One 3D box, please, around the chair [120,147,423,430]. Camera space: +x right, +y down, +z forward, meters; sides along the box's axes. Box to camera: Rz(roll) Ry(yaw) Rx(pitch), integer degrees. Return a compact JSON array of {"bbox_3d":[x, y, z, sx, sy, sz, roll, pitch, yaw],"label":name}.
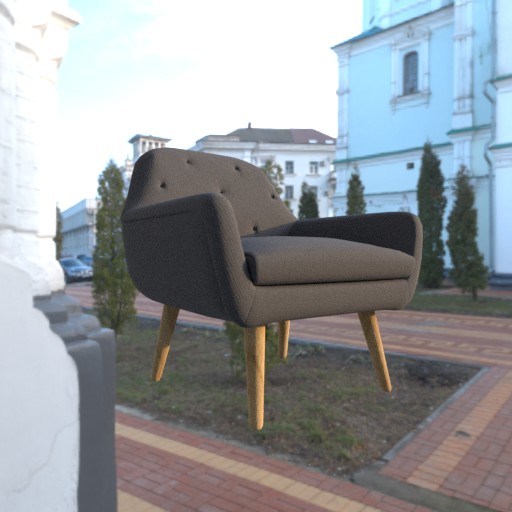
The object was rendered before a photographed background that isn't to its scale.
[{"bbox_3d":[0.000,0.000,1.425,0.770,0.800,0.779,0,0,-37],"label":"chair"}]
